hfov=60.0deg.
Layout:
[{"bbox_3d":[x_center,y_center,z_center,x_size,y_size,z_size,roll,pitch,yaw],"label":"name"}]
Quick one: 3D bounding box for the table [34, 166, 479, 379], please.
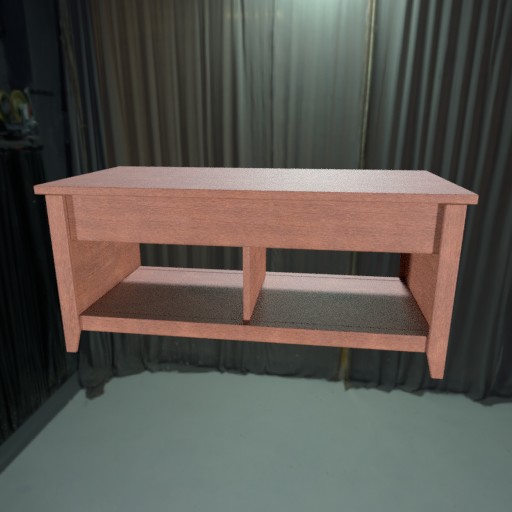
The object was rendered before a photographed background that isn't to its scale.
[{"bbox_3d":[0.000,0.000,1.296,1.016,0.457,0.483,2,17,7],"label":"table"}]
